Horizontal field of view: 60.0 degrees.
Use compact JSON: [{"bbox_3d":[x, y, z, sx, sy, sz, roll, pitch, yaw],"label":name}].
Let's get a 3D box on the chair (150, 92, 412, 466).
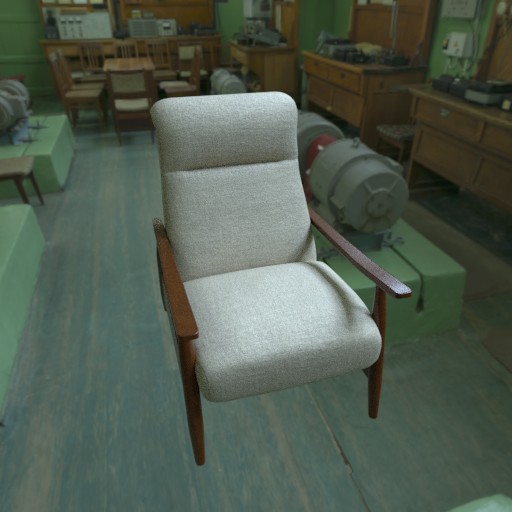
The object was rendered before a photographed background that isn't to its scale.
[{"bbox_3d":[0.000,0.000,1.795,0.762,1.082,1.014,-9,32,-14],"label":"chair"}]
